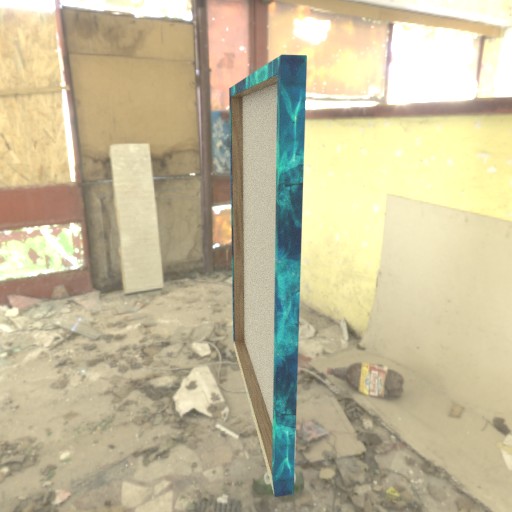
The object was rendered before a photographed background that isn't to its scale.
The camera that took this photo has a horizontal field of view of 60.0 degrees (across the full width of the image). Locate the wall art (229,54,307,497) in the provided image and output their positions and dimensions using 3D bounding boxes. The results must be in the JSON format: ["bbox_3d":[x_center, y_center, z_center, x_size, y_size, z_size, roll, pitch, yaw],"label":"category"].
[{"bbox_3d":[0.000,0.000,1.010,0.038,0.760,0.609,-3,17,-10],"label":"wall art"}]
